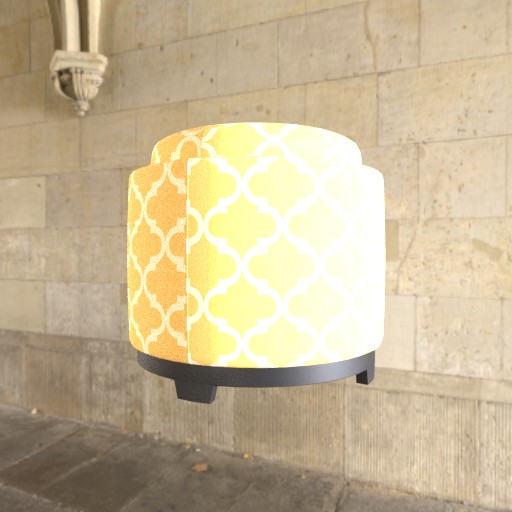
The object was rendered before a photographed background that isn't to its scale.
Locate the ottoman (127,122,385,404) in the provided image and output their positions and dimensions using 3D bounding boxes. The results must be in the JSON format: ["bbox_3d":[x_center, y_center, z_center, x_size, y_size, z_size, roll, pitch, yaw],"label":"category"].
[{"bbox_3d":[0.000,0.000,0.859,0.480,0.429,0.480,0,1,0],"label":"ottoman"}]
